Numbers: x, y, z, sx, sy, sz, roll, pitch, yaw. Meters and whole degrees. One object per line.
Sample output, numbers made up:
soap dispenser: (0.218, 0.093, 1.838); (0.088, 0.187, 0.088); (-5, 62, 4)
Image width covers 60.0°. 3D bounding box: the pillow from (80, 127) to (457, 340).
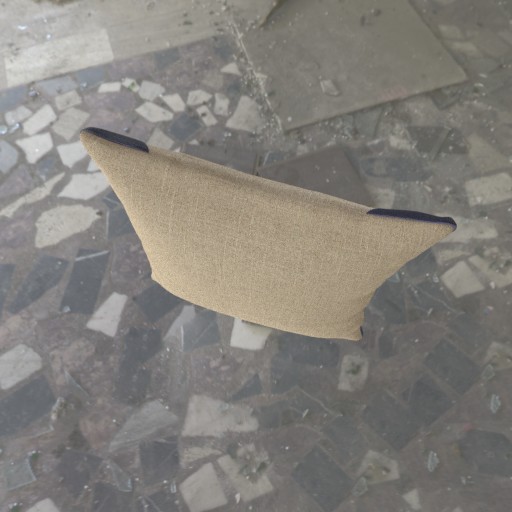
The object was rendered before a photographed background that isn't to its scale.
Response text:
pillow: (0.000, 0.000, 0.684); (0.440, 0.441, 0.147); (15, 65, 7)
